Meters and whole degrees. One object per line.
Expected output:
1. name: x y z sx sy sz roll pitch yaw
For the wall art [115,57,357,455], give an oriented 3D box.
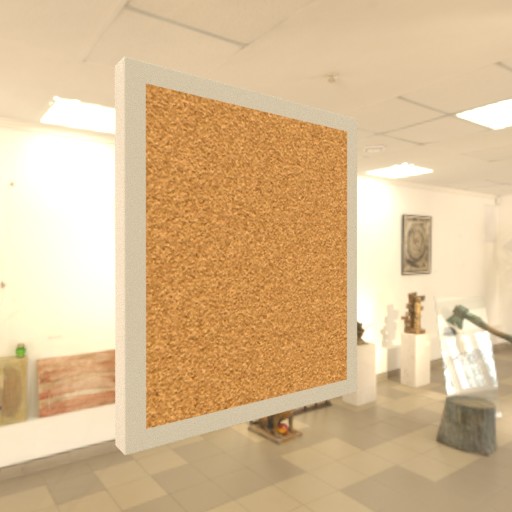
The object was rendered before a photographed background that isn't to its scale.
1. wall art: 0.000 0.000 0.531 0.331 0.381 0.028 0 0 -36
